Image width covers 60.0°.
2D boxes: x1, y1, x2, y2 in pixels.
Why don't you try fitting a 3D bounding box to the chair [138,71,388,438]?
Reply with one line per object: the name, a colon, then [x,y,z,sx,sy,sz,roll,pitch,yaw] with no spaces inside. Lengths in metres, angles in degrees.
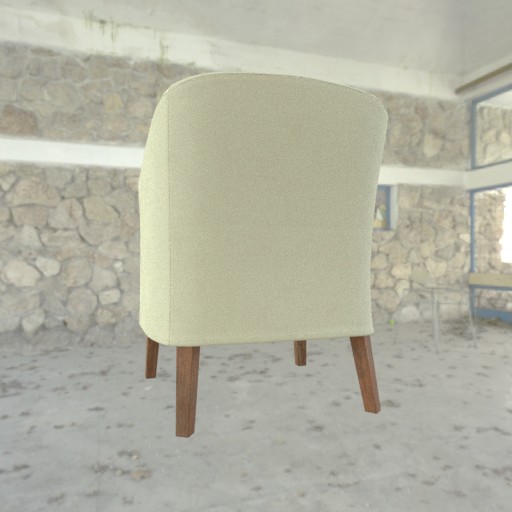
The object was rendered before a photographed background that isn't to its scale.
chair: [0.000,0.000,1.315,0.643,0.822,0.657,0,-1,-18]
